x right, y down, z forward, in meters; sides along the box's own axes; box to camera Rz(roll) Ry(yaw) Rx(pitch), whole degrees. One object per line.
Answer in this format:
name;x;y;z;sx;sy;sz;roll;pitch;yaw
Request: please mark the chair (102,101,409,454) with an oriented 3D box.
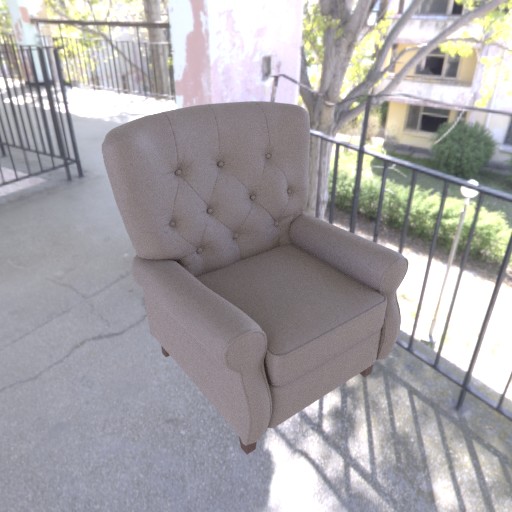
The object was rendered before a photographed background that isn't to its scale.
chair;0.000;0.000;1.919;0.999;1.138;1.041;-20;35;-31
